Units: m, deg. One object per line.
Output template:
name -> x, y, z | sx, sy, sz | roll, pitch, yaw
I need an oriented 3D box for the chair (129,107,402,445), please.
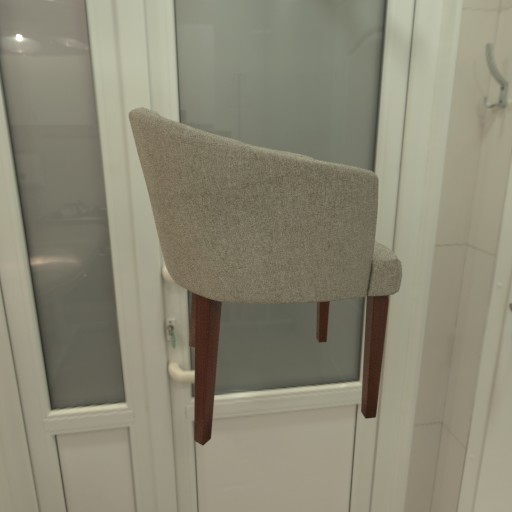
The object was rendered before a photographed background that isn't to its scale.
chair -> 0.000, 0.000, 1.285 | 0.655, 0.811, 0.583 | -3, 16, -9
